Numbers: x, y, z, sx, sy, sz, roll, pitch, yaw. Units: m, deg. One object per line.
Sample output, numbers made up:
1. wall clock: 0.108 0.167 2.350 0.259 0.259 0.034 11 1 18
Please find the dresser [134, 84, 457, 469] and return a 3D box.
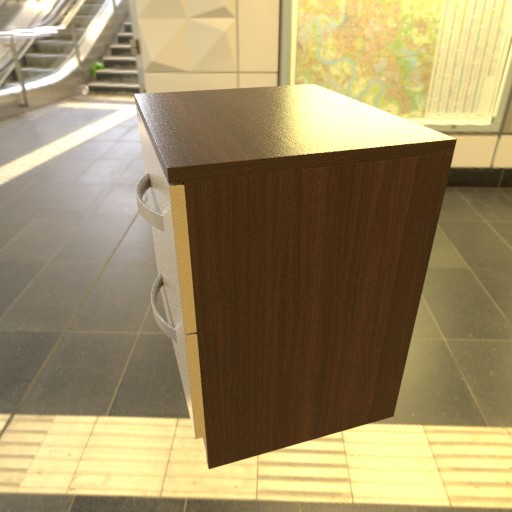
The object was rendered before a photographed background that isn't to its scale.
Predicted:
1. dresser: 0.000 0.000 0.747 0.360 0.470 0.400 -9 31 -15
